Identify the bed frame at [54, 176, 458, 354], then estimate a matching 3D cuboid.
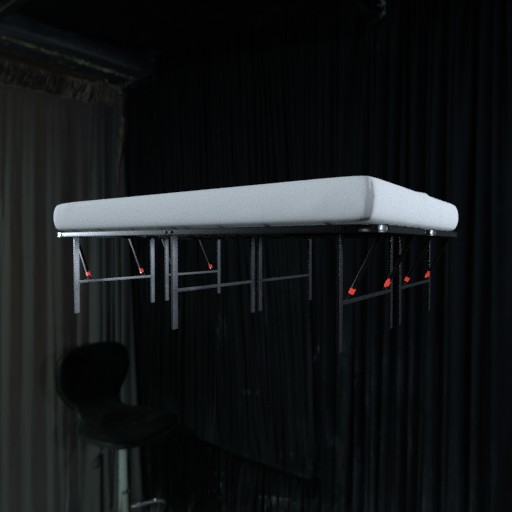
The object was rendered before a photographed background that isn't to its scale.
[{"bbox_3d":[0.000,0.000,2.535,1.905,0.637,1.372,1,2,35],"label":"bed frame"}]
